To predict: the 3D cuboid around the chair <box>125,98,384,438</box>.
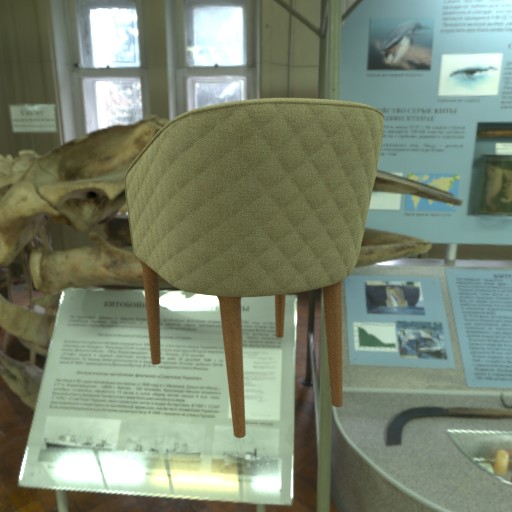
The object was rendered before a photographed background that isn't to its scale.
[{"bbox_3d":[0.000,0.000,1.229,0.584,0.775,0.616,-7,15,-26],"label":"chair"}]
